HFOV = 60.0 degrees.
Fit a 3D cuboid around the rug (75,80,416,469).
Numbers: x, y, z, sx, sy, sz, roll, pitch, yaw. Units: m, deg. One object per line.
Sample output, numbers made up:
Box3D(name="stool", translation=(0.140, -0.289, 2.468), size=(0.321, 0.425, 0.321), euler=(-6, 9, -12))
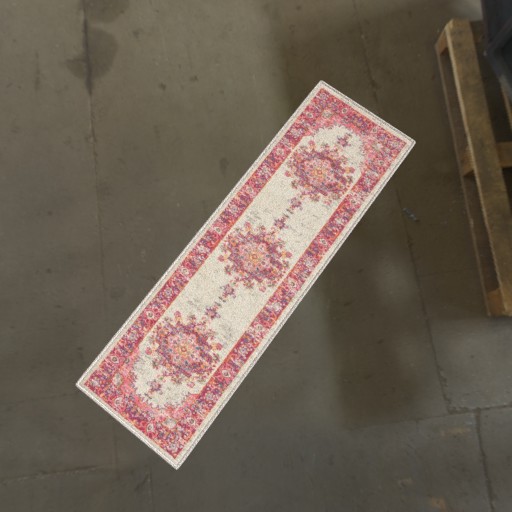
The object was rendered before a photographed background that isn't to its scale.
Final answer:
Box3D(name="rug", translation=(0.000, 0.000, 2.006), size=(0.562, 0.009, 1.824), euler=(36, 80, 8))
